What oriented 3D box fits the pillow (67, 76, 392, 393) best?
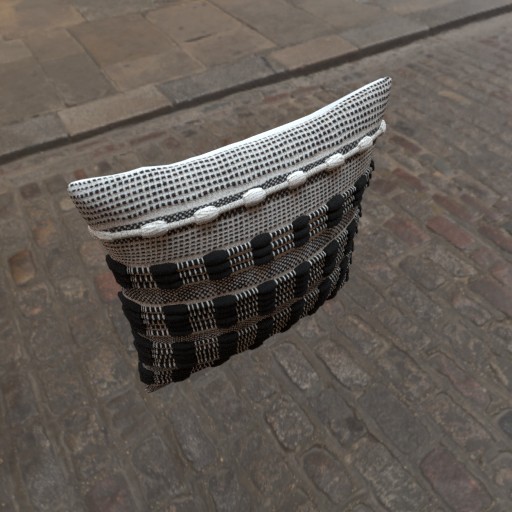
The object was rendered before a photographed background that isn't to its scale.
[{"bbox_3d":[0.000,0.000,0.663,0.436,0.438,0.156,-25,52,-22],"label":"pillow"}]
